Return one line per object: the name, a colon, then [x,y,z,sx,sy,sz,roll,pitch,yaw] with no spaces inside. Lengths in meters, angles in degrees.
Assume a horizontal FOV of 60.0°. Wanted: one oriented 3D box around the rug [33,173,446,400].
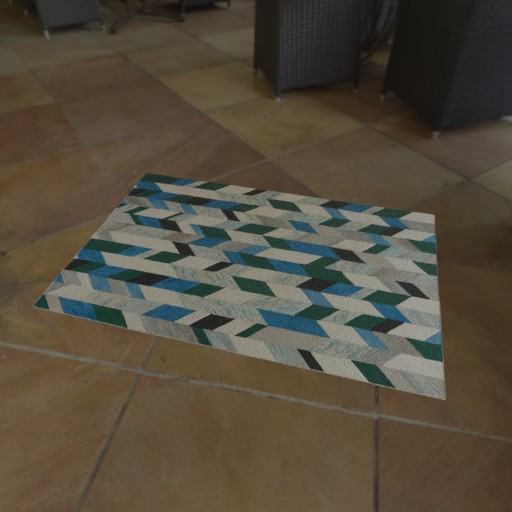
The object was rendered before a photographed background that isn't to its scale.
rug: [0.000,0.000,2.311,1.827,0.005,1.229,10,43,11]
